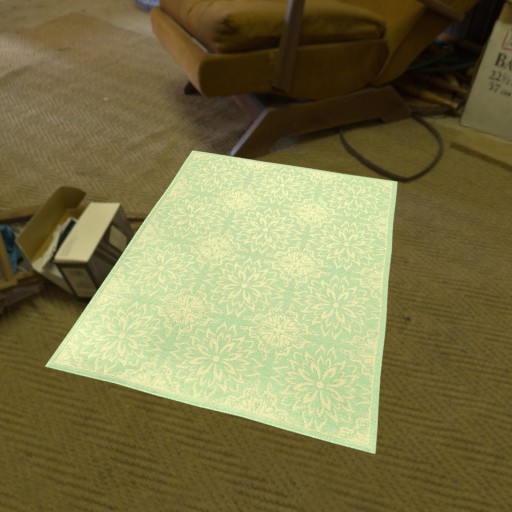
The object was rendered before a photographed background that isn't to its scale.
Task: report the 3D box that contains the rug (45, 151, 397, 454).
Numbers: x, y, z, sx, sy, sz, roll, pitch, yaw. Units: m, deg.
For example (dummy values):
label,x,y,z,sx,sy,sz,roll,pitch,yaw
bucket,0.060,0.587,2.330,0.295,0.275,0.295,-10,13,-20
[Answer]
label,x,y,z,sx,sy,sz,roll,pitch,yaw
rug,0.000,0.000,4.005,2.363,0.012,2.980,11,46,11
